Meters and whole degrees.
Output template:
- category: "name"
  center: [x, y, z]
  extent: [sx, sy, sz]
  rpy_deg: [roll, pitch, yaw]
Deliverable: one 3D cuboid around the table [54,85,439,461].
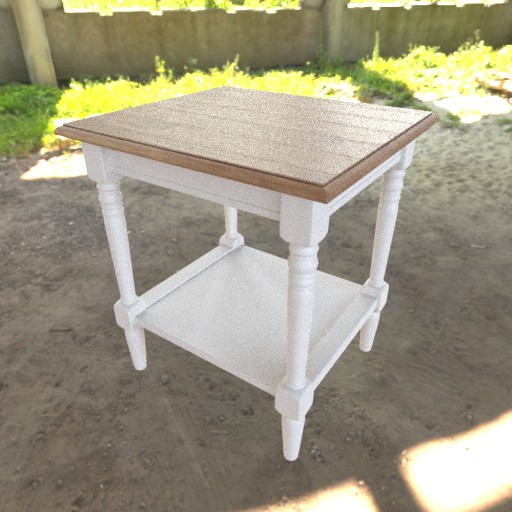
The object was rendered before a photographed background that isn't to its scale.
- category: "table"
  center: [0.000, 0.000, 0.915]
  extent: [0.508, 0.561, 0.457]
  rpy_deg: [19, 36, 29]
